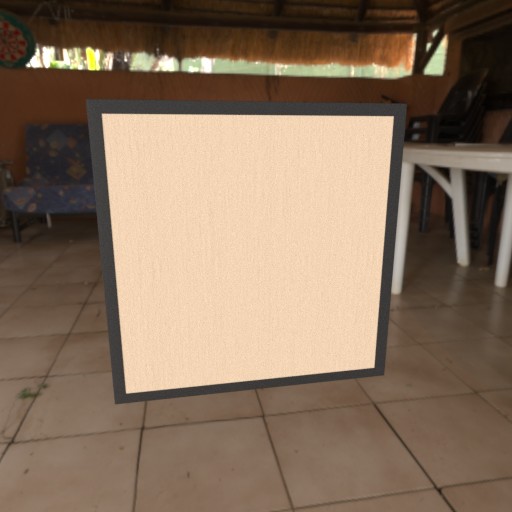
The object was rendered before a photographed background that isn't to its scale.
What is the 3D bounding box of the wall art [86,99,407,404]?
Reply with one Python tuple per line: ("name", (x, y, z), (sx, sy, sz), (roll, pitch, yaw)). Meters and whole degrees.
("wall art", (0.000, 0.000, 0.462), (0.306, 0.304, 0.015), (-3, 15, -11))
